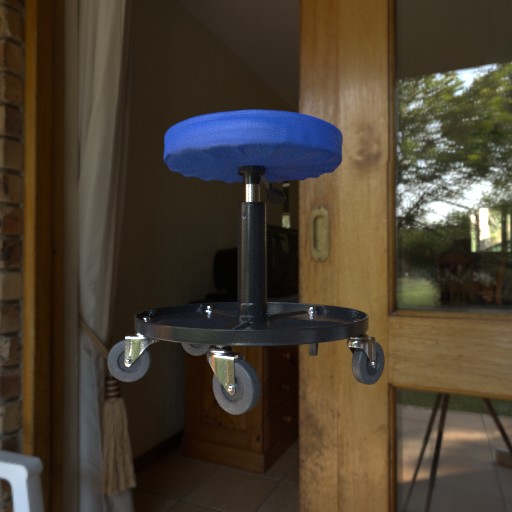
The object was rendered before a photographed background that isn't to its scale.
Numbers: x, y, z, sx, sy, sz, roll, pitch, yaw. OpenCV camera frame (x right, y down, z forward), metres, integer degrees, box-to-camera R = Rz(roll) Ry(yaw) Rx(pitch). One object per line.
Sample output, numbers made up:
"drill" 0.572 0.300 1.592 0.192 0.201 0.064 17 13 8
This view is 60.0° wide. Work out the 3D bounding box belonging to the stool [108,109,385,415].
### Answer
"stool" 0.000 0.000 0.687 0.381 0.365 0.382 0 -1 19
